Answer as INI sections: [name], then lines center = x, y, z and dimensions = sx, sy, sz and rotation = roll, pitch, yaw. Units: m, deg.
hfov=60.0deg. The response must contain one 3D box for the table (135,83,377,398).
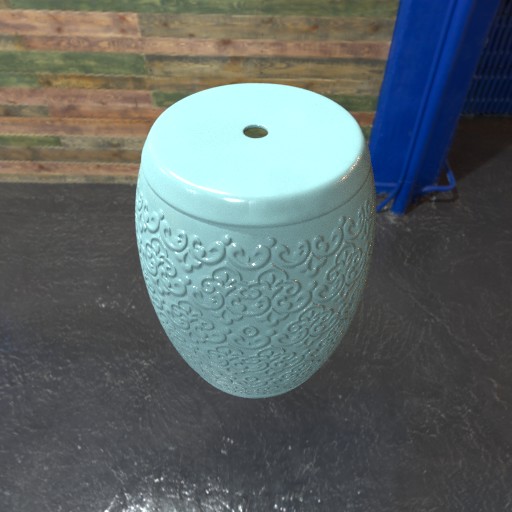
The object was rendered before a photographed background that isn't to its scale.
[table]
center = 0.000, 0.000, 0.622
dimensions = 0.309, 0.397, 0.309
rotation = 0, 47, 0
